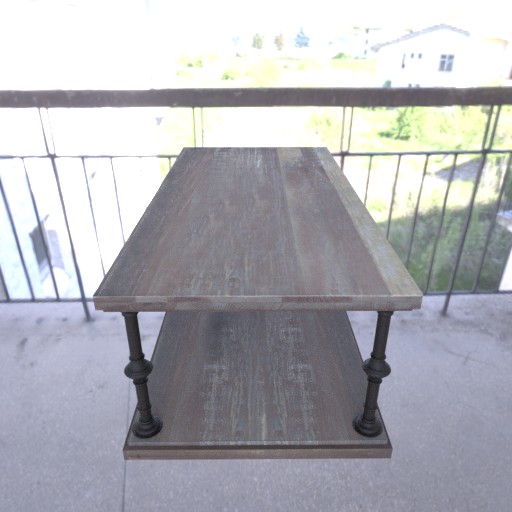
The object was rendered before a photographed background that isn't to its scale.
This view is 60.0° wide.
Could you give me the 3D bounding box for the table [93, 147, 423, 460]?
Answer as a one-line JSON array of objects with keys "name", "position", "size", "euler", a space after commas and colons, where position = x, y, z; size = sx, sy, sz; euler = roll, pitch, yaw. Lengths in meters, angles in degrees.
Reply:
[{"name": "table", "position": [0.000, 0.000, 1.317], "size": [0.554, 0.399, 1.088], "euler": [0, 27, 0]}]
